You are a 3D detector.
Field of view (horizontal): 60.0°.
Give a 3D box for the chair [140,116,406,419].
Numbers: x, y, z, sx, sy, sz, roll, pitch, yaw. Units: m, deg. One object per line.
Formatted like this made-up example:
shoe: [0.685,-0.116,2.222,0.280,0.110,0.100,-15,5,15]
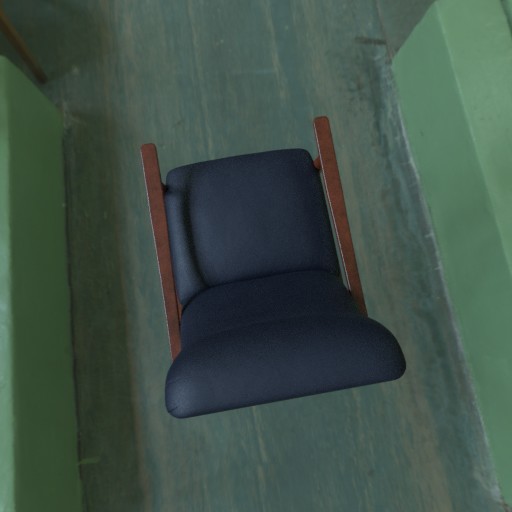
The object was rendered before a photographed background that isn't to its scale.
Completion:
chair: [0.000,0.000,1.740,0.762,1.082,1.014,-10,77,-2]
